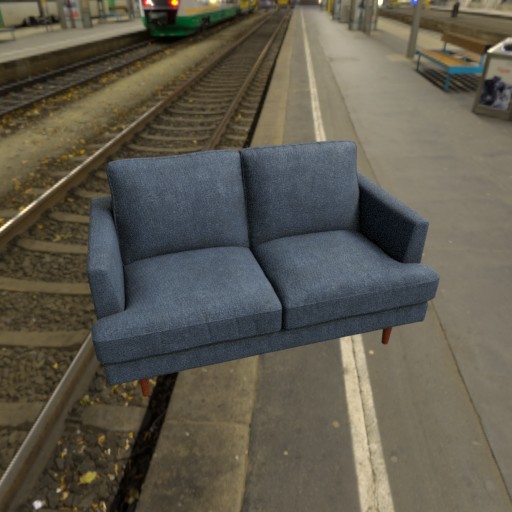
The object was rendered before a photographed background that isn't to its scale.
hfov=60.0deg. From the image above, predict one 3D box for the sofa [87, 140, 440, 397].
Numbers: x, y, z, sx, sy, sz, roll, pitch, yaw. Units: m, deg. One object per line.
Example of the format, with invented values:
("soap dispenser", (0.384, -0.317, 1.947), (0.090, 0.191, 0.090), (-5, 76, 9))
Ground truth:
("sofa", (0.000, 0.000, 2.252), (1.582, 0.944, 0.903), (-9, 32, -14))
